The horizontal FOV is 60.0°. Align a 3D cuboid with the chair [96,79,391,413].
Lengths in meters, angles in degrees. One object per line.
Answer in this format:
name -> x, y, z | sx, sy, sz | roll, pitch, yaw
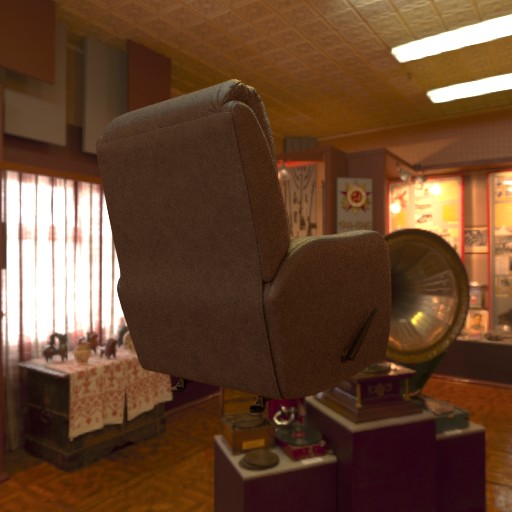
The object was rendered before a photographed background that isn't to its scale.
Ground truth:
chair -> 0.000, 0.000, 1.832 | 0.865, 1.067, 1.067 | 0, 0, 36
